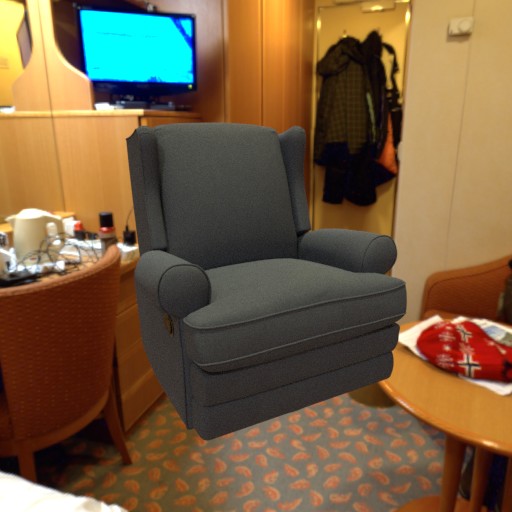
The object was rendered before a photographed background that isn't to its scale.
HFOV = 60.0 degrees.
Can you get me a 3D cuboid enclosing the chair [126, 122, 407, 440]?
[{"bbox_3d":[0.000,0.000,1.759,0.971,1.020,0.877,-9,18,-27],"label":"chair"}]
